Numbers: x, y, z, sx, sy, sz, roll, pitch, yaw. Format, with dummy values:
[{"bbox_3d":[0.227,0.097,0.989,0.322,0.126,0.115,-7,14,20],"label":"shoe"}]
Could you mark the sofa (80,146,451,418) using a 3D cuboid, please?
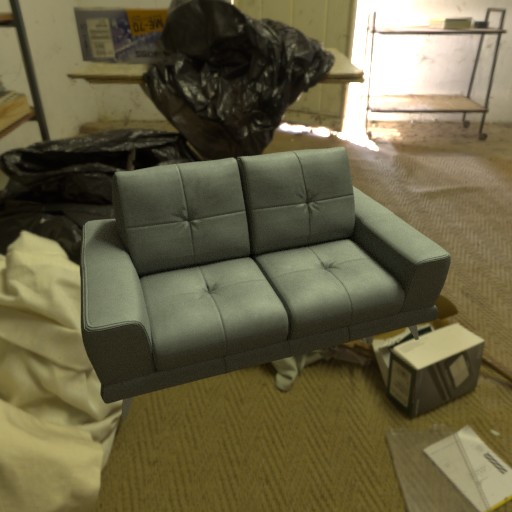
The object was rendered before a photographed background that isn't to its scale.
[{"bbox_3d":[0.000,0.000,2.413,1.806,0.907,1.018,-10,33,-16],"label":"sofa"}]
